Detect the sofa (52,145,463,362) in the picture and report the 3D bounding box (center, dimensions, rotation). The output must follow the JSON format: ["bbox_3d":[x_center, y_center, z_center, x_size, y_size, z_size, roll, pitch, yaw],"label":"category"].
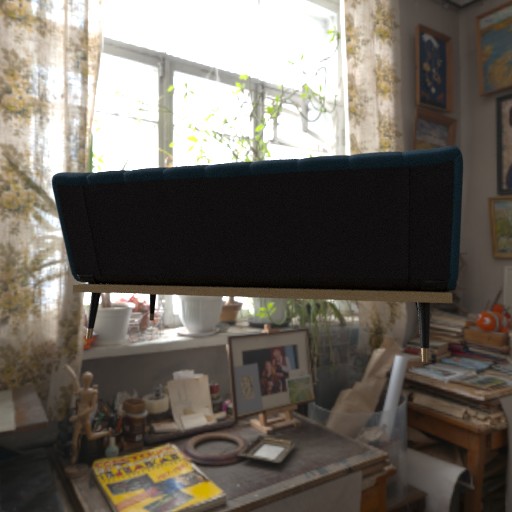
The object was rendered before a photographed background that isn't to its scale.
[{"bbox_3d":[0.000,0.000,2.238,1.810,0.825,0.830,0,0,18],"label":"sofa"}]
